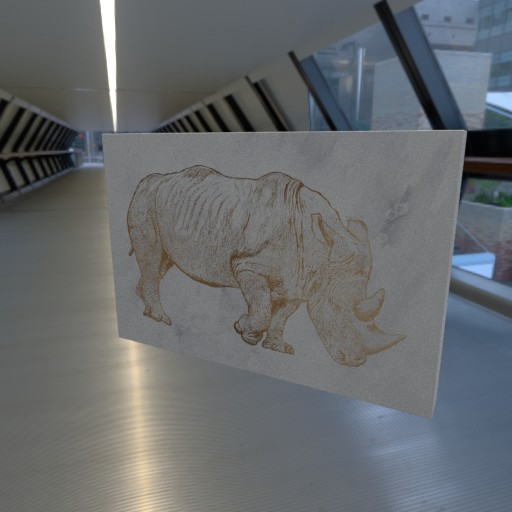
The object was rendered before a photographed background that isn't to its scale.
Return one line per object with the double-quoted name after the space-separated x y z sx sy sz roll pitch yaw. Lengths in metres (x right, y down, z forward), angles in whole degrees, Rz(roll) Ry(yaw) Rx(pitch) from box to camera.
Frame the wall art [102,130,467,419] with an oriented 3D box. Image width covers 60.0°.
0.000 0.000 0.474 0.381 0.254 0.038 7 16 26 "wall art"
